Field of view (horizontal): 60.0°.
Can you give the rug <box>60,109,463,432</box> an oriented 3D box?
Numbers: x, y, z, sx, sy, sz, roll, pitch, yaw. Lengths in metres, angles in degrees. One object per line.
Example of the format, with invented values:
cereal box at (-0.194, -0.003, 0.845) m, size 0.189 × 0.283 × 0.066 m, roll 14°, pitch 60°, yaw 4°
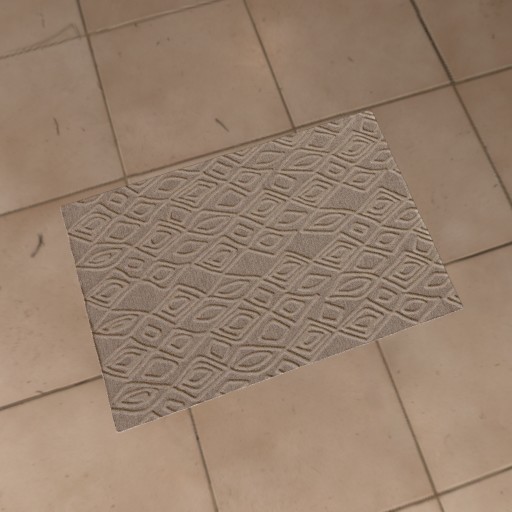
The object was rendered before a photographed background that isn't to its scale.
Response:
rug at (0.000, 0.000, 2.335) m, size 1.832 × 0.016 × 1.224 m, roll -19°, pitch 76°, yaw -5°
